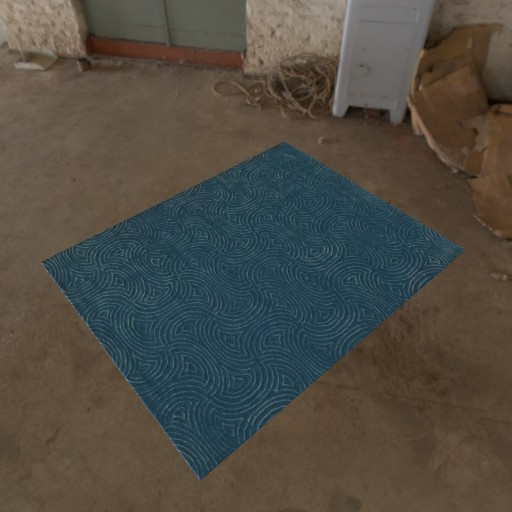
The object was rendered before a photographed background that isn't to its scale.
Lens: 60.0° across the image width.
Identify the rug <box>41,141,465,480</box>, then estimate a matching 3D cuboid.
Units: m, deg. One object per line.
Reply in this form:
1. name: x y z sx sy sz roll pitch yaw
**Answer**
1. rug: 0.000 0.000 4.057 3.033 0.012 2.432 -32 54 -27
